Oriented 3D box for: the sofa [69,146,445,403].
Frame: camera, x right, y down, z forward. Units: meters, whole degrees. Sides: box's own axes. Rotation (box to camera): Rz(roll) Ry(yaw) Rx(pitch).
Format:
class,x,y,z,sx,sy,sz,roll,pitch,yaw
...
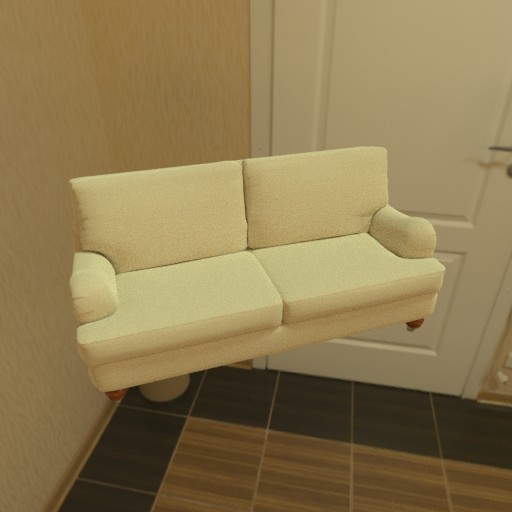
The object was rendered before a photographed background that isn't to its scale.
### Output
class,x,y,z,sx,sy,sz,roll,pitch,yaw
sofa,0.000,0.000,2.809,2.159,1.087,1.086,-10,33,-15
